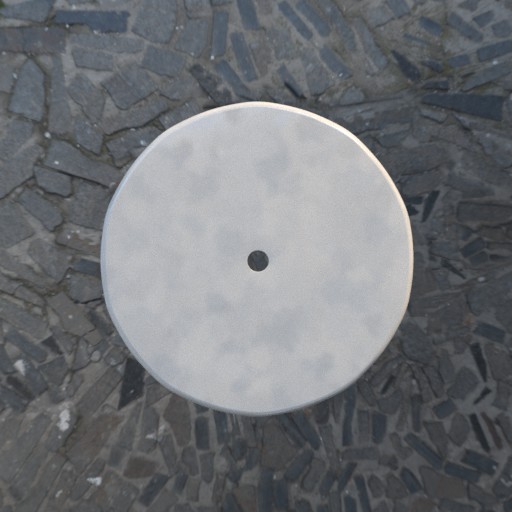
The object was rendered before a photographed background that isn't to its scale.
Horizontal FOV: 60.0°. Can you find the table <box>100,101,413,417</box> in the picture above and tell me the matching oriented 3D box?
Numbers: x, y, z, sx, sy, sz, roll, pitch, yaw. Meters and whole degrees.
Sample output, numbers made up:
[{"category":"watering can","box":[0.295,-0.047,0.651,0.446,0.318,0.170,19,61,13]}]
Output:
[{"category":"table","box":[0.000,0.000,0.675,0.352,0.387,0.352,0,92,0]}]
